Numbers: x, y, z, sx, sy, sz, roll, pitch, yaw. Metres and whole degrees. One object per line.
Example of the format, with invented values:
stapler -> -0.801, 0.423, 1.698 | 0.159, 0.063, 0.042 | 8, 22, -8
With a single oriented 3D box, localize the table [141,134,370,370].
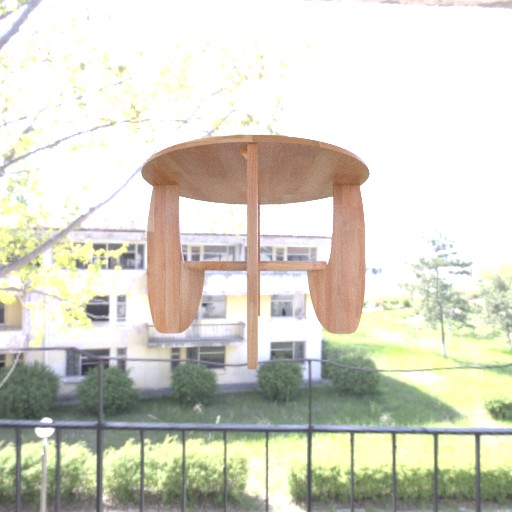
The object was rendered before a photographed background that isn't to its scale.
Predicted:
table -> 0.000, 0.000, 1.407 | 0.690, 0.490, 1.040 | 0, -1, 1
